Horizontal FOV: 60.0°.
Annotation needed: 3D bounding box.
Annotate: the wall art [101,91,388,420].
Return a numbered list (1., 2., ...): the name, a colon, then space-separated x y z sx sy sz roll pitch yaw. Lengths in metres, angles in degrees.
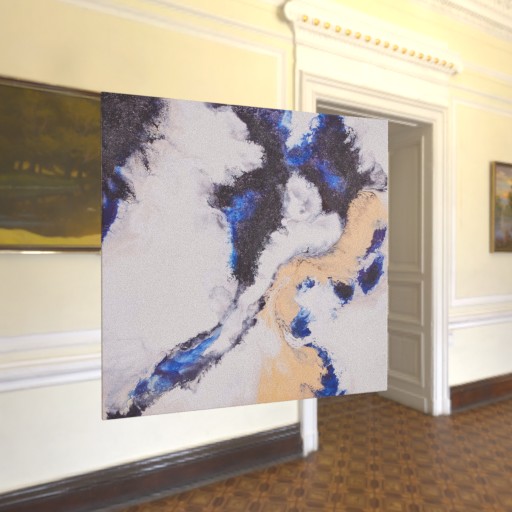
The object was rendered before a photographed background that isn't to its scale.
1. wall art: 0.000 0.000 0.924 0.609 0.609 0.039 0 1 -17
